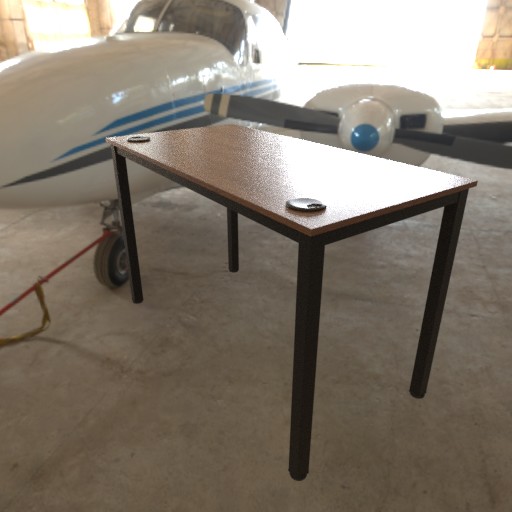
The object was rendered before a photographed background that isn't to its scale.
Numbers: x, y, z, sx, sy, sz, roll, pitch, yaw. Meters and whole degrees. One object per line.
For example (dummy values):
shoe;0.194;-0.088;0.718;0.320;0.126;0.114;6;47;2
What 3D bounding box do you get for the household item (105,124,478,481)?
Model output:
household item;0.000;0.000;1.626;0.600;0.750;1.200;-17;30;-32
